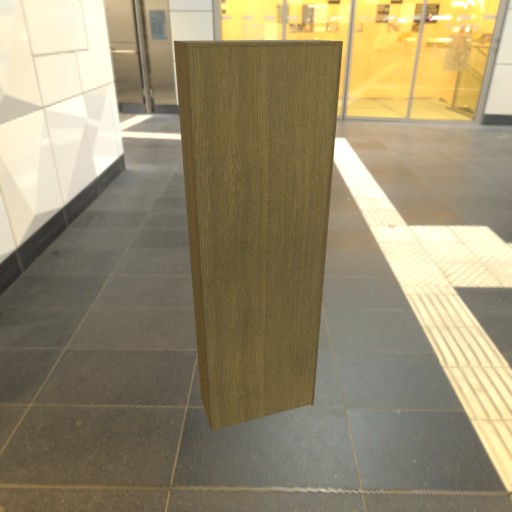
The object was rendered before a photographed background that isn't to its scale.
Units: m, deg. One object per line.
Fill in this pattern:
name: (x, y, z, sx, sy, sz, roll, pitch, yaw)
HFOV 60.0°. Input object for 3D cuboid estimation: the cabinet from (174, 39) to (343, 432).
cabinet: (0.000, 0.000, 1.866, 0.520, 1.630, 0.255, -9, 29, -17)
